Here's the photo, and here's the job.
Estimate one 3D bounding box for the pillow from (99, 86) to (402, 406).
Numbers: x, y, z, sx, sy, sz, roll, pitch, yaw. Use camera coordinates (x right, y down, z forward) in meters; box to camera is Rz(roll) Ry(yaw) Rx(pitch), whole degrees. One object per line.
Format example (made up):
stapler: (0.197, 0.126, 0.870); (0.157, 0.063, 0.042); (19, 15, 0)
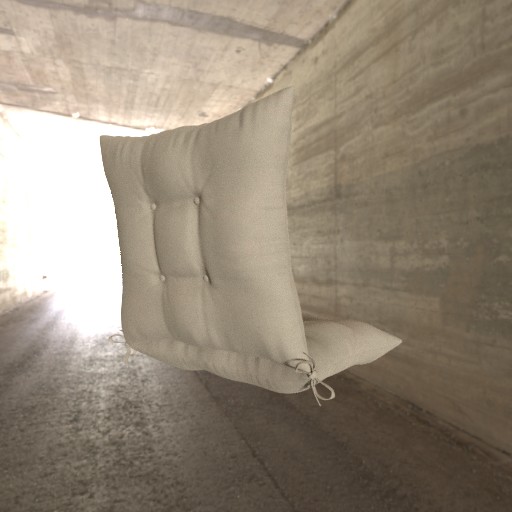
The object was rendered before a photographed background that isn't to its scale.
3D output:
pillow: (0.000, 0.000, 1.037); (0.541, 0.536, 0.585); (0, -1, 36)
